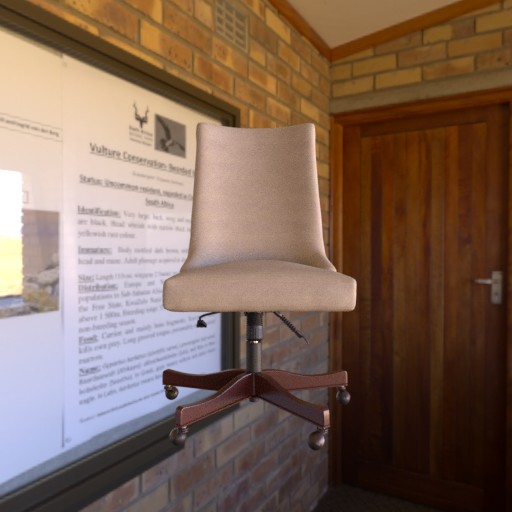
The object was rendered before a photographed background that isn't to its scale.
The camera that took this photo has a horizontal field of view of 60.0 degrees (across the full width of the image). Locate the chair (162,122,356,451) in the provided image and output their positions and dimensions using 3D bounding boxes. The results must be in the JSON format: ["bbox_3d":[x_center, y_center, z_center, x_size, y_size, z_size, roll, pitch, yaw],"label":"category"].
[{"bbox_3d":[0.000,0.000,1.478,0.645,1.010,0.696,0,1,-1],"label":"chair"}]
